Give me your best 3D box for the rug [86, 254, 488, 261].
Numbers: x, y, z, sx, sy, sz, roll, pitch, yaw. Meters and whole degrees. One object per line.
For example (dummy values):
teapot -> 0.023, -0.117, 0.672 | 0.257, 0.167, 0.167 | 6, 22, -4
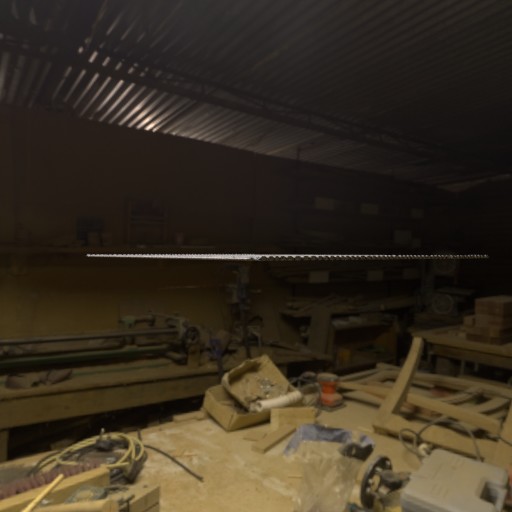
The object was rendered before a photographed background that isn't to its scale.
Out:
rug -> 0.000, 0.000, 2.994 | 1.613, 0.017, 2.312 | 0, 0, -36
